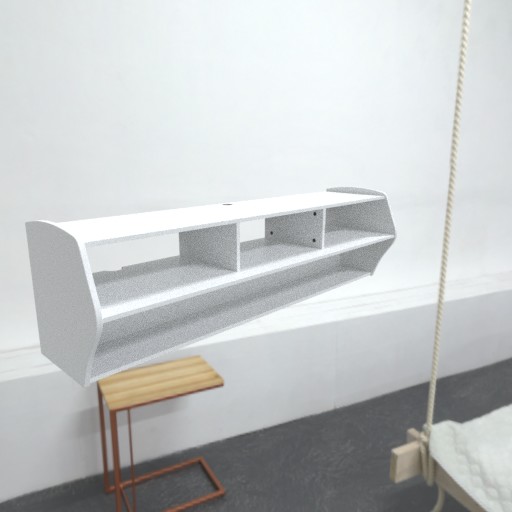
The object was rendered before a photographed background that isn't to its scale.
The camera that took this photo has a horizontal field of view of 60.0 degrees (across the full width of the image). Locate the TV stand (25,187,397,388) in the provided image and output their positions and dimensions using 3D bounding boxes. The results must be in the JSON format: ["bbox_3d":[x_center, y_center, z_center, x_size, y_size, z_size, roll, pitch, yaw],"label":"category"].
[{"bbox_3d":[0.000,0.000,1.682,0.397,0.424,1.473,13,19,43],"label":"TV stand"}]
